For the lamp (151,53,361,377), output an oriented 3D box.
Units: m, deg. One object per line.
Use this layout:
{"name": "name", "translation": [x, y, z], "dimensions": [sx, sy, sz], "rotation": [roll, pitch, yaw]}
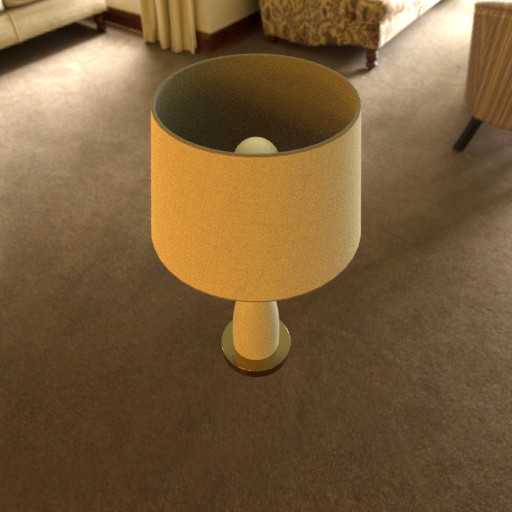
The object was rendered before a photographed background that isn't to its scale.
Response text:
{"name": "lamp", "translation": [0.000, 0.000, 0.718], "dimensions": [0.309, 0.545, 0.309], "rotation": [0, 47, 0]}
